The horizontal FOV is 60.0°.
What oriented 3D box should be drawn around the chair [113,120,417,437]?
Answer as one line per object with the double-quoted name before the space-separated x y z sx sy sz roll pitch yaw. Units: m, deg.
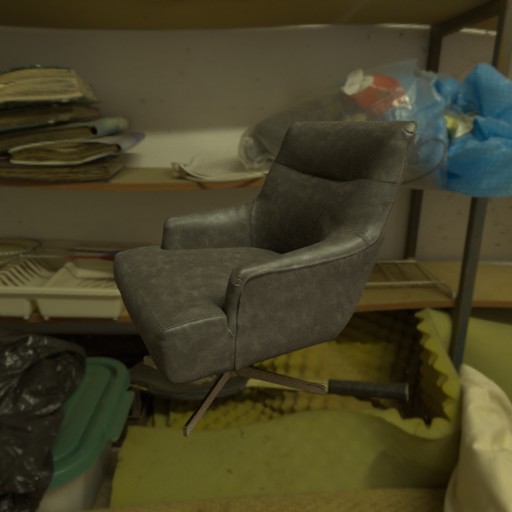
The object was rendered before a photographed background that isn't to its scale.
"chair" 0.000 0.000 1.491 0.874 0.870 0.738 -8 18 -24
